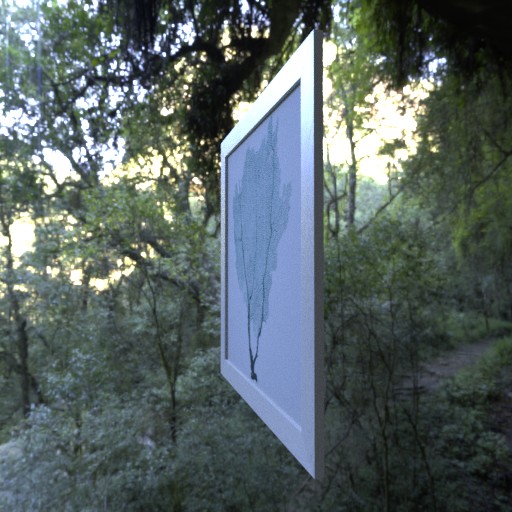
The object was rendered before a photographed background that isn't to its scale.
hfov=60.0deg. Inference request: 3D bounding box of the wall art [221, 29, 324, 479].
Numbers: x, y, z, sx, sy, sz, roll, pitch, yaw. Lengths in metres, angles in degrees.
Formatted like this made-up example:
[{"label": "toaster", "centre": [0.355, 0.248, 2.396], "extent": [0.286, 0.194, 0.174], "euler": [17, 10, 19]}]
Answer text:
[{"label": "wall art", "centre": [0.000, 0.000, 0.843], "extent": [0.015, 0.577, 0.572], "euler": [0, -1, -17]}]
